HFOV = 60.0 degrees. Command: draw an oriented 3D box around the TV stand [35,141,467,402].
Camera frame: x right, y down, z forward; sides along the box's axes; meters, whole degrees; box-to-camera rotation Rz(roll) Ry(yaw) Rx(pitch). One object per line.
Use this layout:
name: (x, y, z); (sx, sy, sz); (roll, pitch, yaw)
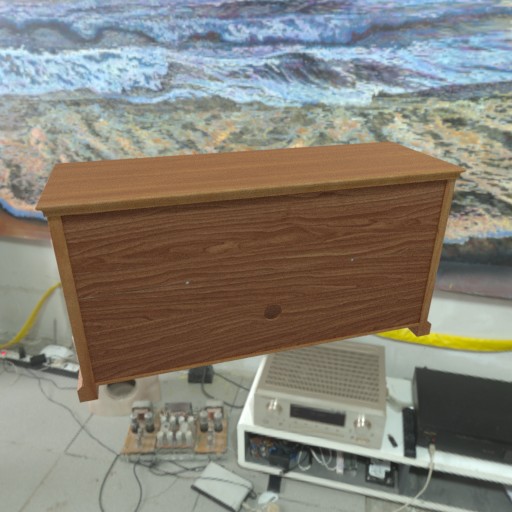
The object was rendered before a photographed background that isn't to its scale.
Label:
TV stand: (0.000, 0.000, 1.472); (1.181, 0.607, 0.417); (-7, 27, -15)
